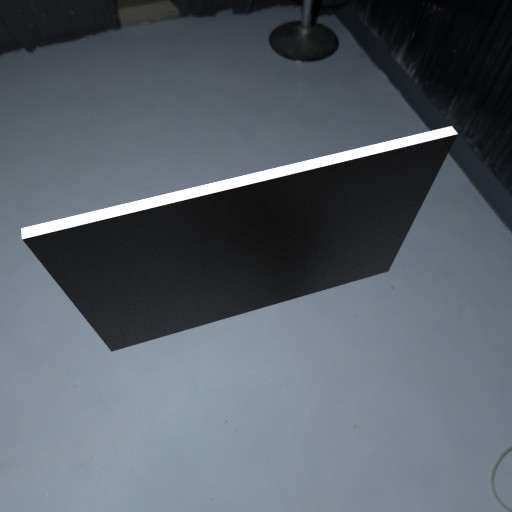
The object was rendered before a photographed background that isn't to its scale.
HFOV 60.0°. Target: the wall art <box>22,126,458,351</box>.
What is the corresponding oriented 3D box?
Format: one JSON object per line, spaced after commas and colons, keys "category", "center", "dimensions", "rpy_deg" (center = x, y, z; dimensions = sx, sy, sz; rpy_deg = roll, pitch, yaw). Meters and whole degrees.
{"category": "wall art", "center": [0.000, 0.000, 1.174], "dimensions": [0.932, 0.610, 0.027], "rpy_deg": [-15, 59, -9]}
